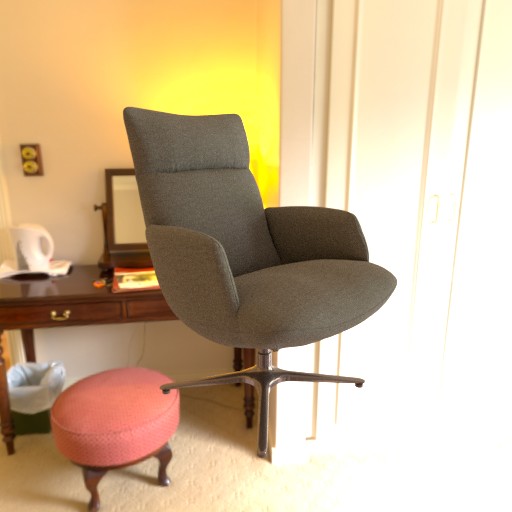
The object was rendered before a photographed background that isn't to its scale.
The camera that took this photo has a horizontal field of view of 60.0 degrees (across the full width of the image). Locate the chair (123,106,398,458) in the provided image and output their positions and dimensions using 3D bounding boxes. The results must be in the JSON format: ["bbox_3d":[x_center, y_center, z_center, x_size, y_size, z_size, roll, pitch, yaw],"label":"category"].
[{"bbox_3d":[0.000,0.000,1.519,0.831,0.984,0.702,14,20,43],"label":"chair"}]
